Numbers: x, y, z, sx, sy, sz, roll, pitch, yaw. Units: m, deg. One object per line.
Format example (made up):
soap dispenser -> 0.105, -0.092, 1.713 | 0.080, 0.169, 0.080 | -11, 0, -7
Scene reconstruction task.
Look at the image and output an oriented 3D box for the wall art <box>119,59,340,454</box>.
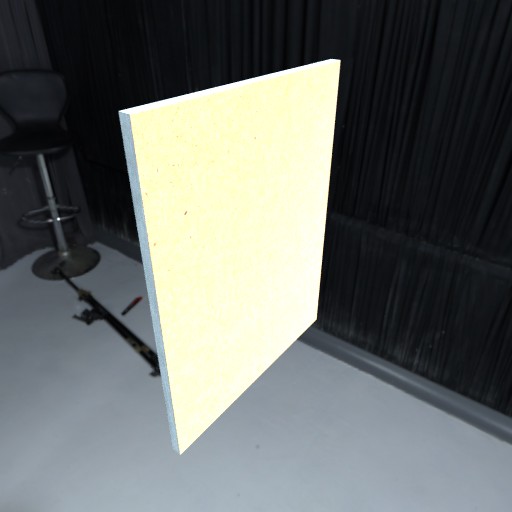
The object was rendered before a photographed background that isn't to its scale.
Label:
wall art -> 0.000, 0.000, 0.817 | 0.020, 0.613, 0.481 | 22, 38, 31
